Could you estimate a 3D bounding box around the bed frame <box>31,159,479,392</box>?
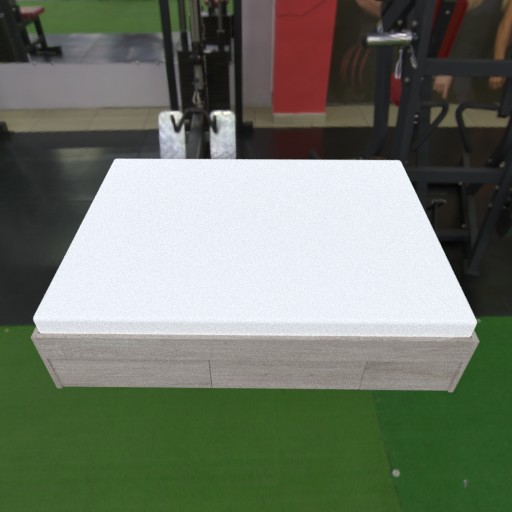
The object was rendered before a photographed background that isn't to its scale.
[{"bbox_3d":[0.000,0.000,2.564,1.944,0.490,1.448,0,41,0],"label":"bed frame"}]
